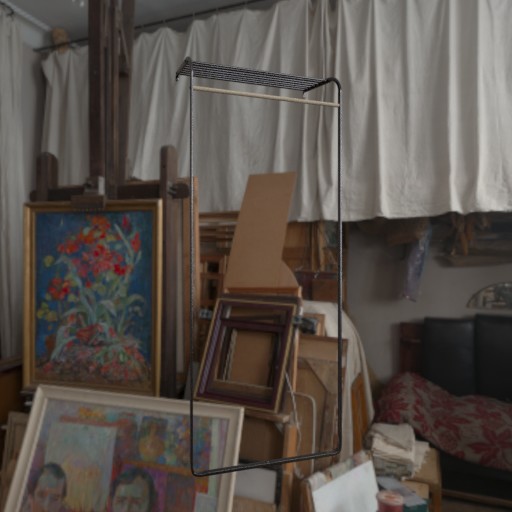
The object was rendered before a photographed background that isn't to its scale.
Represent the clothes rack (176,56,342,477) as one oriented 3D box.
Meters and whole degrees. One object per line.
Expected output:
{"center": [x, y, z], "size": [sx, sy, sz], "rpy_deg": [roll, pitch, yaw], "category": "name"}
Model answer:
{"center": [0.000, 0.000, 1.825], "size": [0.609, 1.574, 0.349], "rpy_deg": [0, 0, -19], "category": "clothes rack"}
